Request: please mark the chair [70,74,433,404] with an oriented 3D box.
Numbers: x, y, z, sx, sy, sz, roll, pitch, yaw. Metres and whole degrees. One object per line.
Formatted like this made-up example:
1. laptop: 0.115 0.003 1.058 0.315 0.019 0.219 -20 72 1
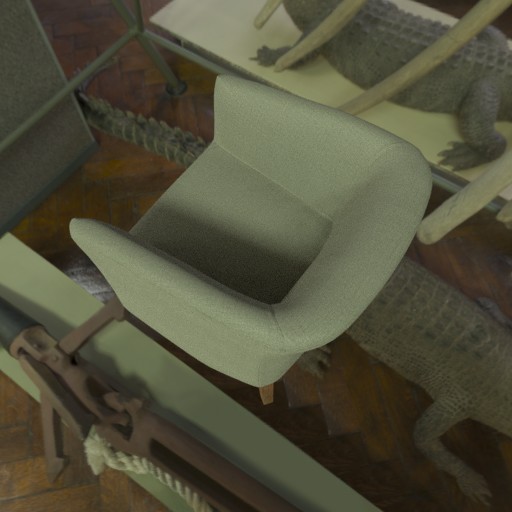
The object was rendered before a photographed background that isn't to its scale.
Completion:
1. chair: 0.000 0.000 1.248 0.668 0.771 0.600 31 67 15
